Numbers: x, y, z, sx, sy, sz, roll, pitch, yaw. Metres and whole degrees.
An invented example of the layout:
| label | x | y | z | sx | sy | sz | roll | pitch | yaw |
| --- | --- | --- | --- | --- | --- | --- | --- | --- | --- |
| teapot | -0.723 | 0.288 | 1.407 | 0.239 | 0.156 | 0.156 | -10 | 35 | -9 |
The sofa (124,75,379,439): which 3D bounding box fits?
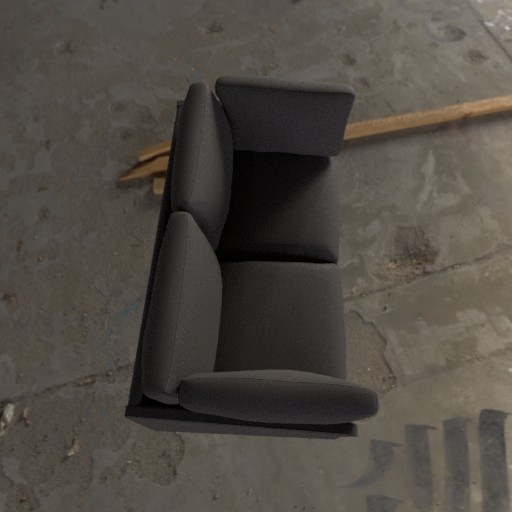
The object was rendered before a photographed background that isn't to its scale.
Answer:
| label | x | y | z | sx | sy | sz | roll | pitch | yaw |
| --- | --- | --- | --- | --- | --- | --- | --- | --- | --- |
| sofa | 0.000 | 0.000 | 2.319 | 0.969 | 0.920 | 1.751 | 2 | 64 | 1 |
